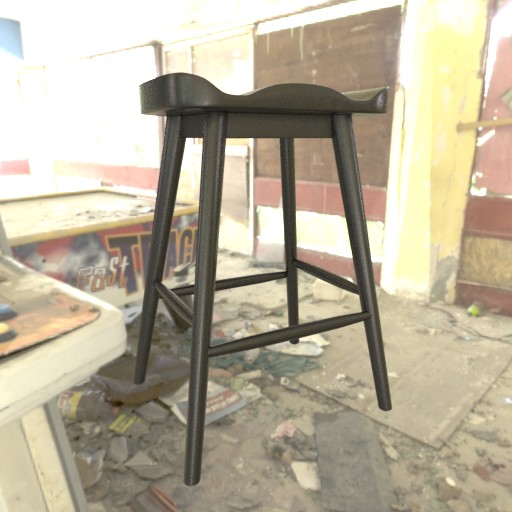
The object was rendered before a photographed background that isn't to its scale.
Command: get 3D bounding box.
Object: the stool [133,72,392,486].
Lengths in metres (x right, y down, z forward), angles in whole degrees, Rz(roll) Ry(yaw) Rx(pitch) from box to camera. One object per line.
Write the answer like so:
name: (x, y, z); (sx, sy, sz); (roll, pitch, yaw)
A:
stool: (0.000, 0.000, 0.863); (0.440, 0.615, 0.361); (-8, 17, -27)
